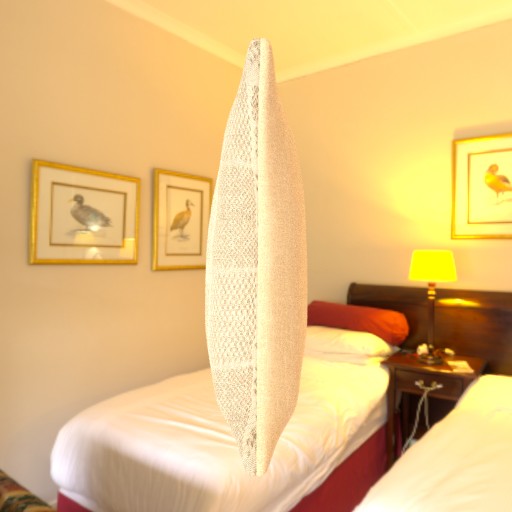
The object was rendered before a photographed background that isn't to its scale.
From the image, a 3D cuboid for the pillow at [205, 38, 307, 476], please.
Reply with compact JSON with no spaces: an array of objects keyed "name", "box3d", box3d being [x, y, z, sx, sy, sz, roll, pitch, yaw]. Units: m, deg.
[{"name":"pillow","box3d":[0.000,0.000,0.647,0.138,0.432,0.436,0,1,-1]}]
